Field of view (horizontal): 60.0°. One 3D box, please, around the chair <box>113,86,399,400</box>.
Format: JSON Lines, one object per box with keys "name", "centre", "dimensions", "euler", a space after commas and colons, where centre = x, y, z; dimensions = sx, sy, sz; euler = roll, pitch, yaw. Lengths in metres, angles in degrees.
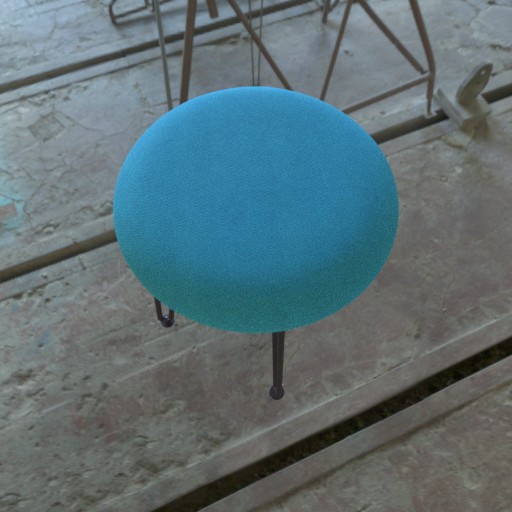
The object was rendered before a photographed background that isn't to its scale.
{"name": "chair", "centre": [0.000, 0.000, 0.703], "dimensions": [0.350, 0.430, 0.350], "euler": [19, 65, 9]}
